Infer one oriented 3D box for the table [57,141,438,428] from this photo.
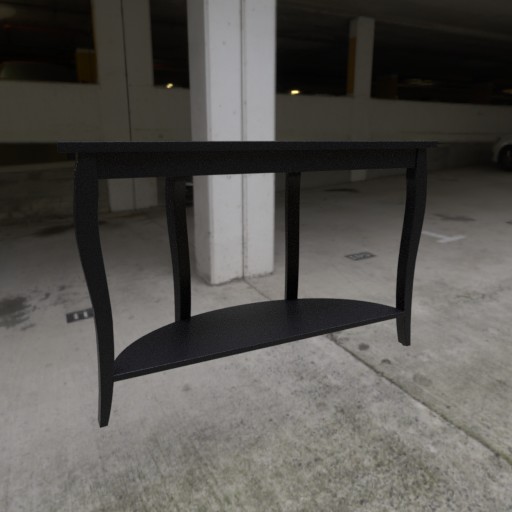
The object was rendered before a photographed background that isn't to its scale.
[{"bbox_3d":[0.000,0.000,1.554,1.219,0.780,0.394,-7,16,-25],"label":"table"}]
